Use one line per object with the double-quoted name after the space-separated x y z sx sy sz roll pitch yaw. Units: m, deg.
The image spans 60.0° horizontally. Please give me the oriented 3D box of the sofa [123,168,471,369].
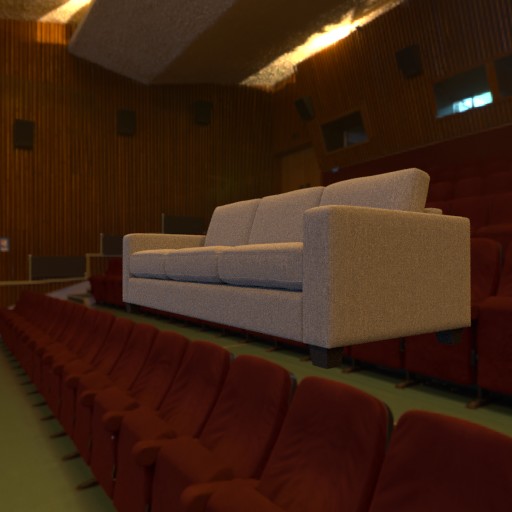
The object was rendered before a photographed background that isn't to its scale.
0.000 0.000 2.595 0.900 0.800 2.120 0 -1 -35 "sofa"
